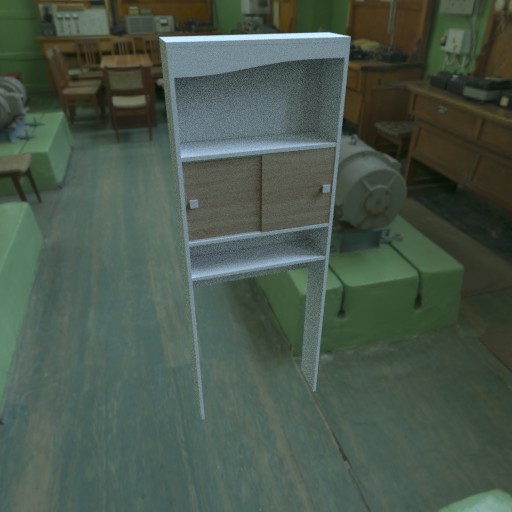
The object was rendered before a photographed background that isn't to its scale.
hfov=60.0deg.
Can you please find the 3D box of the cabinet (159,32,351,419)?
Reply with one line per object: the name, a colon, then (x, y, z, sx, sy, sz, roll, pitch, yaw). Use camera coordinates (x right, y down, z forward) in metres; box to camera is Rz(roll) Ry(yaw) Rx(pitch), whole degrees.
cabinet: (0.000, 0.000, 1.992, 0.643, 1.770, 0.192, -9, 32, -15)
